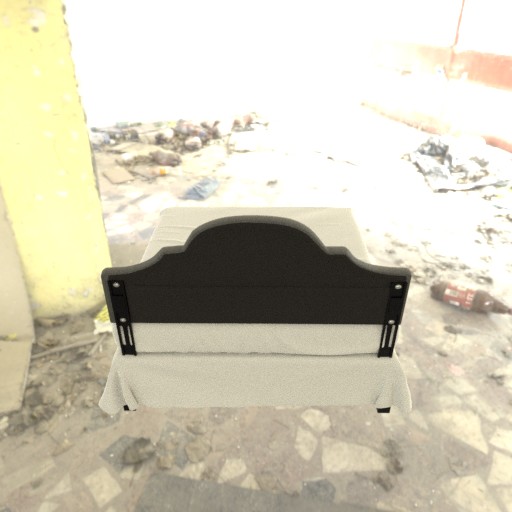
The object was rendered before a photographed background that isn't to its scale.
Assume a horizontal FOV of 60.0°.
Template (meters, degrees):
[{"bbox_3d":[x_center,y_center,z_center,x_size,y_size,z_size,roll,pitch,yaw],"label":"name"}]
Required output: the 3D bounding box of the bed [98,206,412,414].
[{"bbox_3d":[0.000,0.000,3.826,2.303,1.631,2.222,0,31,1],"label":"bed"}]
